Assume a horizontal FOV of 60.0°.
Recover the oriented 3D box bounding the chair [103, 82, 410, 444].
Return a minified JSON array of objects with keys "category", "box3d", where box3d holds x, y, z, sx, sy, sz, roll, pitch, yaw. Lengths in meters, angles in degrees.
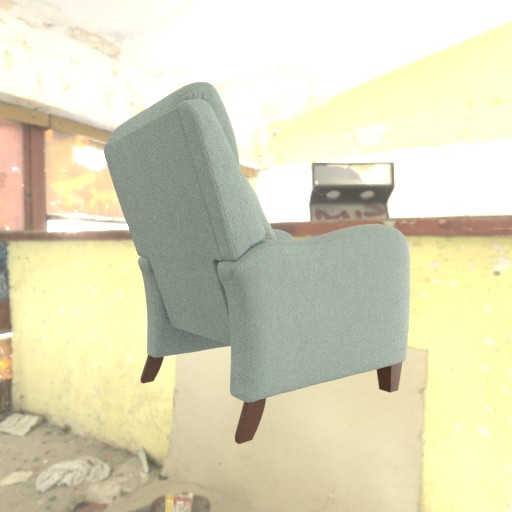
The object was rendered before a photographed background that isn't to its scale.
[{"category":"chair","box3d":[0.000,0.000,1.759,0.988,1.067,0.785,-1,2,-37]}]
